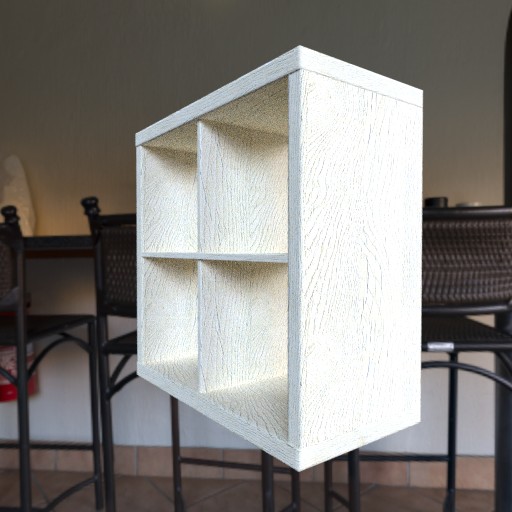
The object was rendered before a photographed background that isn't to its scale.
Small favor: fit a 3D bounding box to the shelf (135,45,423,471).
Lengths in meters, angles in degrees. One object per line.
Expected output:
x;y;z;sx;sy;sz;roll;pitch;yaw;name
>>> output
0.000;0.000;1.250;0.390;0.786;0.790;-1;1;-37;shelf
